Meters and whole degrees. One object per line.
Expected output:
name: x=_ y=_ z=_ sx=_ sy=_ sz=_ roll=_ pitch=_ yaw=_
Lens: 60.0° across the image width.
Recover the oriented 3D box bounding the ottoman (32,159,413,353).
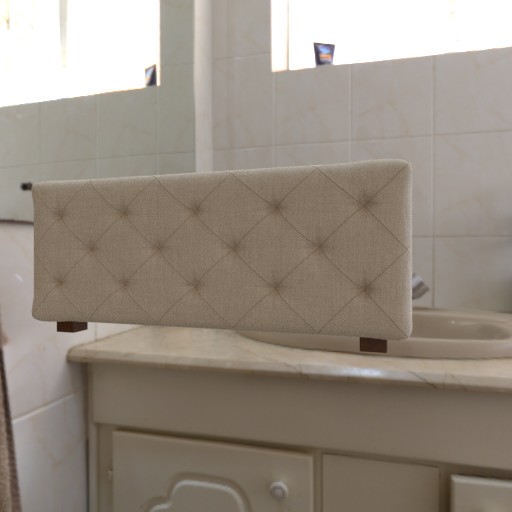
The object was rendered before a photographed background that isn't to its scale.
ottoman: x=0.000 y=0.000 z=1.582 sx=1.028 sy=0.439 sz=1.028 roll=0 pitch=0 yaw=18
